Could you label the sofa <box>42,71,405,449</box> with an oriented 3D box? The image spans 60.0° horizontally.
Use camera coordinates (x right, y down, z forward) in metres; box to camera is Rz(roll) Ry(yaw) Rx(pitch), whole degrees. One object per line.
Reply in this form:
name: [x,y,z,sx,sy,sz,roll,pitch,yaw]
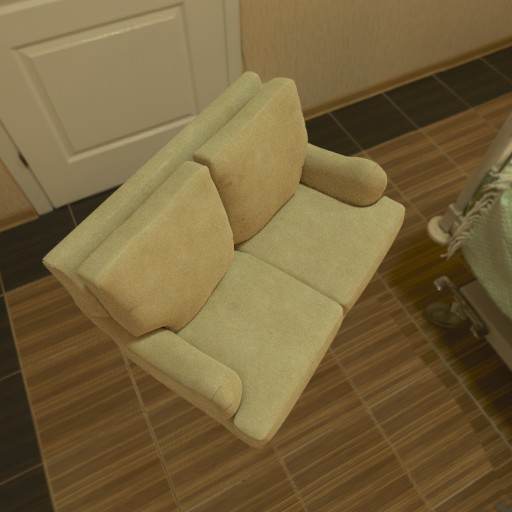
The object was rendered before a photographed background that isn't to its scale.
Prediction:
sofa: [0.000,0.000,2.264,1.086,1.087,1.498,30,63,17]
